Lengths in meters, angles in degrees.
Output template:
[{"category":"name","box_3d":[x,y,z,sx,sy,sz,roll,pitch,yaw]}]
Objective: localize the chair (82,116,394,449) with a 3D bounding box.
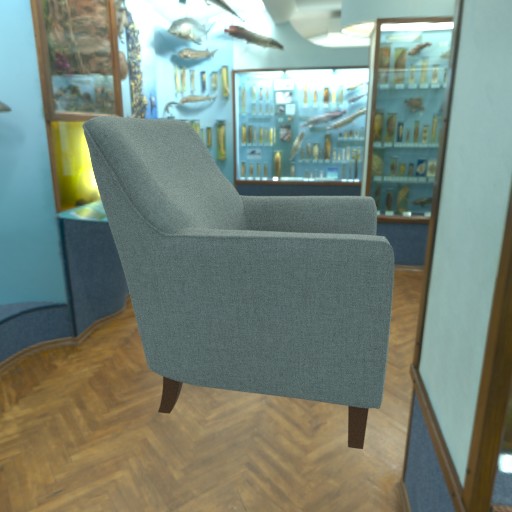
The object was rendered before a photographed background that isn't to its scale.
[{"category":"chair","box_3d":[0.000,0.000,1.753,0.993,1.047,0.887,3,16,11]}]
